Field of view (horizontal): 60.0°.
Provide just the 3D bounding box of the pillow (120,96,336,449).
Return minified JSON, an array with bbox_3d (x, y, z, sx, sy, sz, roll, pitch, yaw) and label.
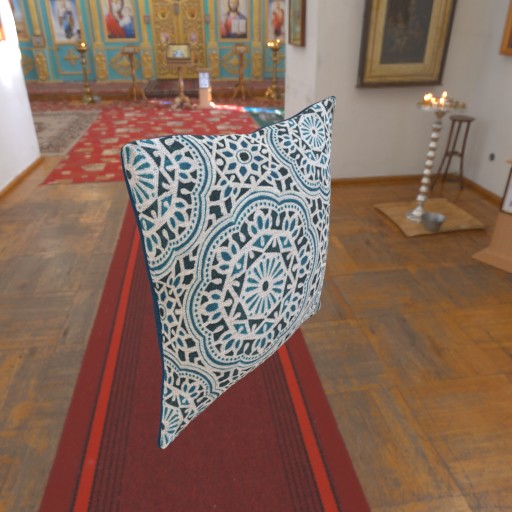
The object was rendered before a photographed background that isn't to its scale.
[{"bbox_3d":[0.000,0.000,0.670,0.145,0.420,0.440,18,32,32],"label":"pillow"}]
